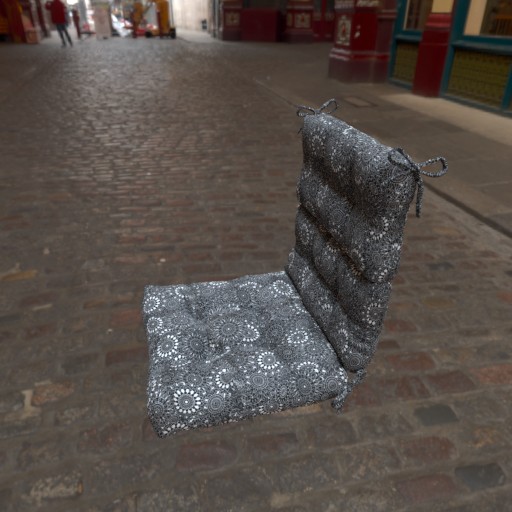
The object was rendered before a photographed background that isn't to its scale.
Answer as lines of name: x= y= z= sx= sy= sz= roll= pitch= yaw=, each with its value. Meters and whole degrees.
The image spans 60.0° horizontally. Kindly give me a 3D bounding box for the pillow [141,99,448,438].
pillow: x=0.000 y=0.000 z=1.040 sx=0.571 sy=0.605 sz=0.519 roll=-7 pitch=31 yaw=-13
